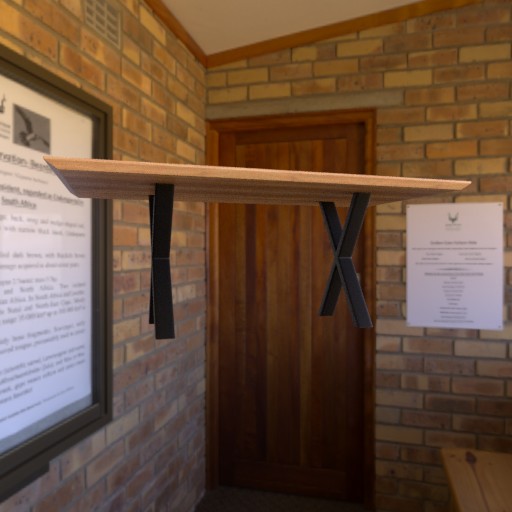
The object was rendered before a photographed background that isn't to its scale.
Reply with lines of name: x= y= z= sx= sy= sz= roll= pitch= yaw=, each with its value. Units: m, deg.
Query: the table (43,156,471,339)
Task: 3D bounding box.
table: x=0.000 y=0.000 z=2.456 sx=2.000 sy=0.770 sz=1.000 roll=0 pitch=0 yaw=-17
